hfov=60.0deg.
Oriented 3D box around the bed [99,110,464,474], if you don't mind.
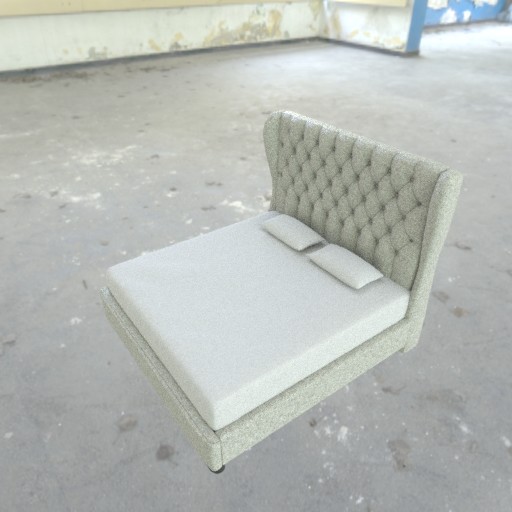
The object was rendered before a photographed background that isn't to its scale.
[{"bbox_3d":[0.000,0.000,3.946,2.347,1.771,2.219,-22,39,-29],"label":"bed"}]
